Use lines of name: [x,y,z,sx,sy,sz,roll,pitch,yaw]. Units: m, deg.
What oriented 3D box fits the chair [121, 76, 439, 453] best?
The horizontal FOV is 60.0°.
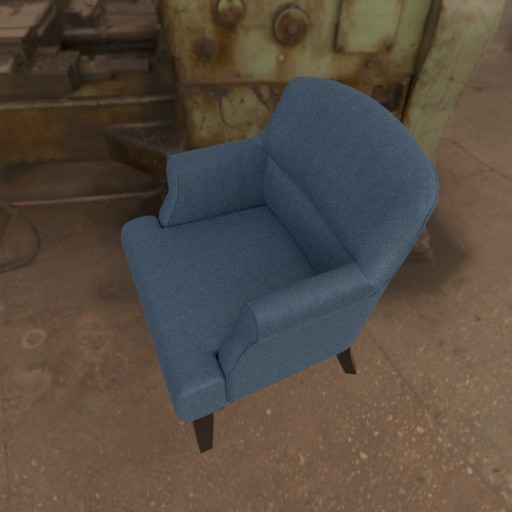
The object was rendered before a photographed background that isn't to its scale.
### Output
chair: [0.000,0.000,1.400,0.754,0.878,0.770,-17,48,-16]
